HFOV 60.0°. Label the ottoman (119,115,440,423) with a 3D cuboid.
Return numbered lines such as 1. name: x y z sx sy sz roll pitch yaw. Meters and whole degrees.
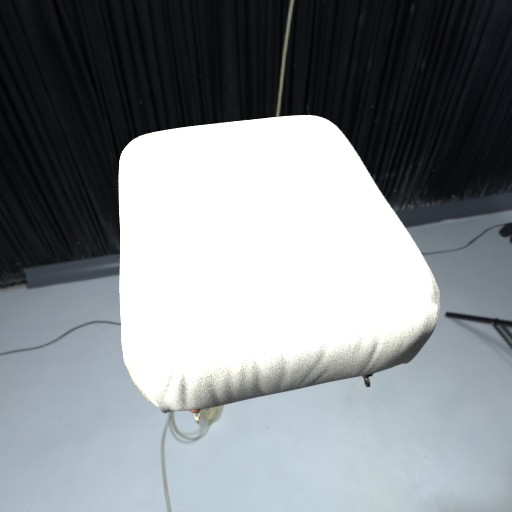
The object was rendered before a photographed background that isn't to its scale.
1. ottoman: 0.000 0.000 1.131 0.622 0.450 0.747 -9 48 -8
